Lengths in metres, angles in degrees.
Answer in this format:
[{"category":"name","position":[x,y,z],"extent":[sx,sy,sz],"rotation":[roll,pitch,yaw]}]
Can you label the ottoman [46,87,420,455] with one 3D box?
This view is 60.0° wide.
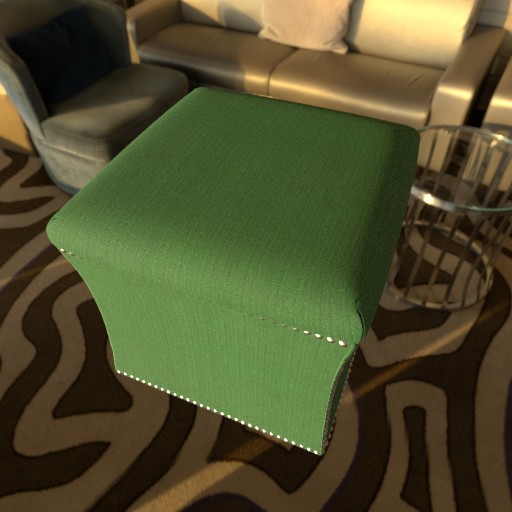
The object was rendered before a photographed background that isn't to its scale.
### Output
[{"category":"ottoman","position":[0.000,0.000,0.882],"extent":[0.497,0.475,0.507],"rotation":[17,48,16]}]
